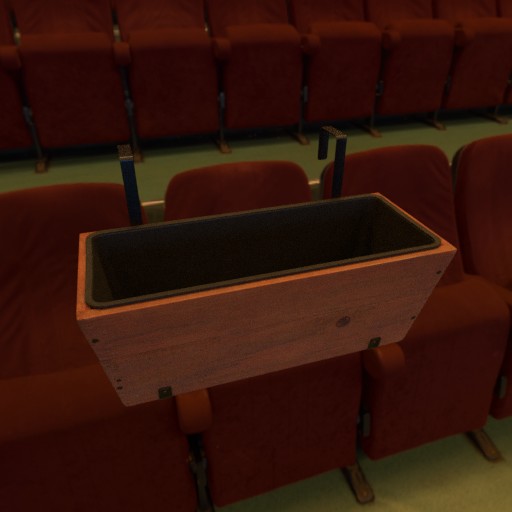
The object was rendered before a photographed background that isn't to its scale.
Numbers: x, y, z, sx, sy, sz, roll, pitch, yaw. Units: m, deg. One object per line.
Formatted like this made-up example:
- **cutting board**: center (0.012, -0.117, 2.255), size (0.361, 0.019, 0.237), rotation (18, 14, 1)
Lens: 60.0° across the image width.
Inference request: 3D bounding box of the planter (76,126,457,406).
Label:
- **planter**: center (0.000, 0.000, 0.655), size (0.480, 0.289, 0.262), rotation (-9, 33, -15)
